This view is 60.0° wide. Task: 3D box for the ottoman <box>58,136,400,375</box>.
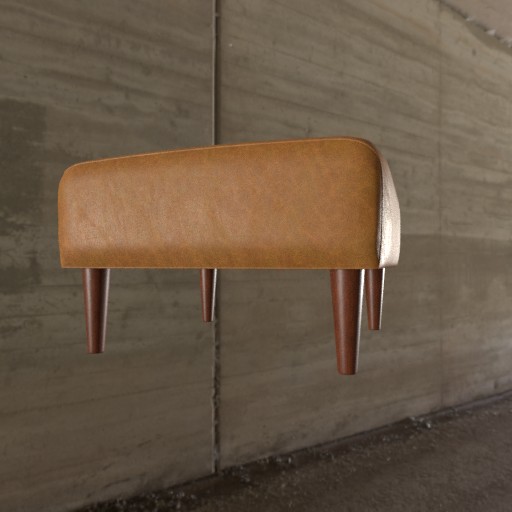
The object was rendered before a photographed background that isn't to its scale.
[{"bbox_3d":[0.000,0.000,1.064,0.650,0.399,0.650,0,-1,20],"label":"ottoman"}]
